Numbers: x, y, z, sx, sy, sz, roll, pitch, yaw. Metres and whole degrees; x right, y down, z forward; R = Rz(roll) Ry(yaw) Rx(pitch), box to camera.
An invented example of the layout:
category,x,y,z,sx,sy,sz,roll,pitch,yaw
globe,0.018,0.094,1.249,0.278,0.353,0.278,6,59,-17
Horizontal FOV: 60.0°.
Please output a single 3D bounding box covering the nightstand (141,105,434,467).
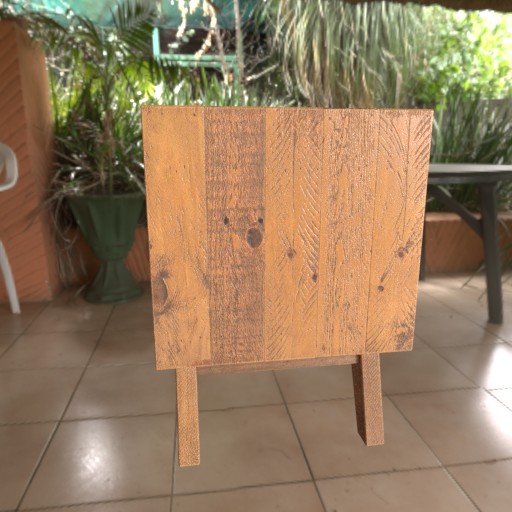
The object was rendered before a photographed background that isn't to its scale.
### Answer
category,x,y,z,sx,sy,sz,roll,pitch,yaw
nightstand,0.000,0.000,1.025,0.450,0.599,0.650,-2,14,-9
